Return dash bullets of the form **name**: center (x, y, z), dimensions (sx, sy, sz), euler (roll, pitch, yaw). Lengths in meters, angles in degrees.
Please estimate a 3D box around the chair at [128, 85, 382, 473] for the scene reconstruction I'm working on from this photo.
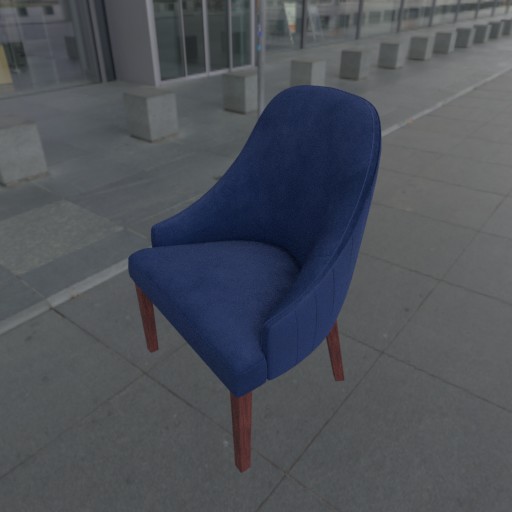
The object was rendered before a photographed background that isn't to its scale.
- **chair**: center (0.000, 0.000, 1.312), dimensions (0.575, 0.889, 0.643), euler (-21, 37, -30)
